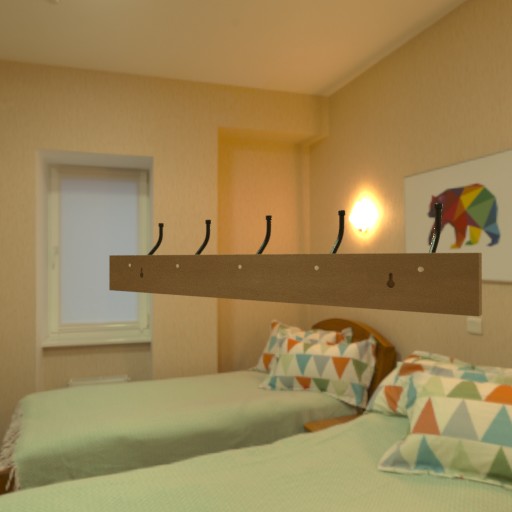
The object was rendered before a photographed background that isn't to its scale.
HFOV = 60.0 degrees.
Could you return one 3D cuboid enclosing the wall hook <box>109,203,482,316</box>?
[{"bbox_3d":[0.000,0.000,0.613,0.571,0.117,0.071,0,0,37],"label":"wall hook"}]
